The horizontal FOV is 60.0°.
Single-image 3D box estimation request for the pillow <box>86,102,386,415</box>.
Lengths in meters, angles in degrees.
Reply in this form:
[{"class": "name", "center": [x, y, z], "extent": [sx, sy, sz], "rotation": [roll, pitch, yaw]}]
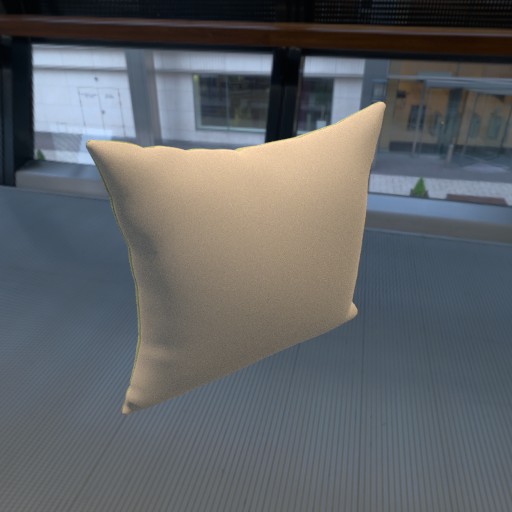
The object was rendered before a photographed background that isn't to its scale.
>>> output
[{"class": "pillow", "center": [0.000, 0.000, 0.797], "extent": [0.560, 0.487, 0.229], "rotation": [-17, 34, -28]}]
